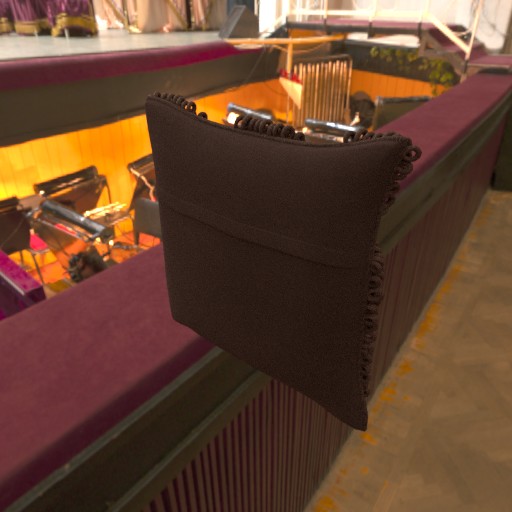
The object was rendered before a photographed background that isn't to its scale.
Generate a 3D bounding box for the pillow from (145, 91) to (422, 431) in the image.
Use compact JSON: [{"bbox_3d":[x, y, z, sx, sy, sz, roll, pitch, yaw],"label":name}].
[{"bbox_3d":[0.000,0.000,0.725,0.470,0.467,0.172,22,37,33],"label":"pillow"}]
